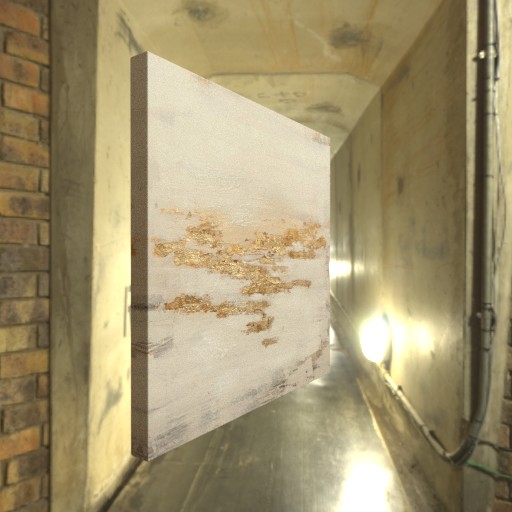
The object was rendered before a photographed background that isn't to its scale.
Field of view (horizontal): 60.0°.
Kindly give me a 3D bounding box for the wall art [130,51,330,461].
[{"bbox_3d":[0.000,0.000,0.919,0.040,0.613,0.611,0,0,36],"label":"wall art"}]
